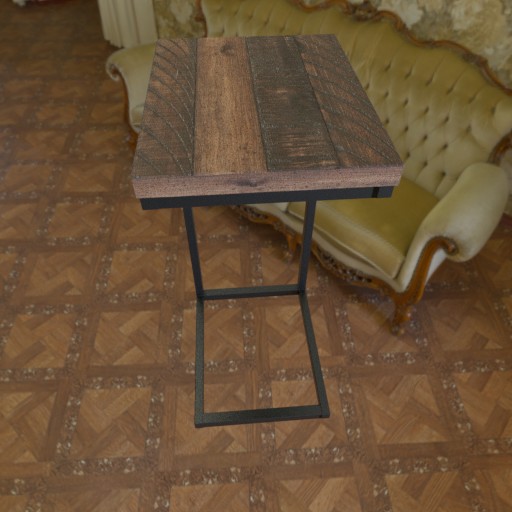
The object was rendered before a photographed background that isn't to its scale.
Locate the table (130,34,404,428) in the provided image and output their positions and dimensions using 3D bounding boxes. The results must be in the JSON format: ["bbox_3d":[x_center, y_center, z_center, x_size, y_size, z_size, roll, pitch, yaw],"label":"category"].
[{"bbox_3d":[0.000,0.000,0.918,0.323,0.718,0.414,-3,46,-3],"label":"table"}]
